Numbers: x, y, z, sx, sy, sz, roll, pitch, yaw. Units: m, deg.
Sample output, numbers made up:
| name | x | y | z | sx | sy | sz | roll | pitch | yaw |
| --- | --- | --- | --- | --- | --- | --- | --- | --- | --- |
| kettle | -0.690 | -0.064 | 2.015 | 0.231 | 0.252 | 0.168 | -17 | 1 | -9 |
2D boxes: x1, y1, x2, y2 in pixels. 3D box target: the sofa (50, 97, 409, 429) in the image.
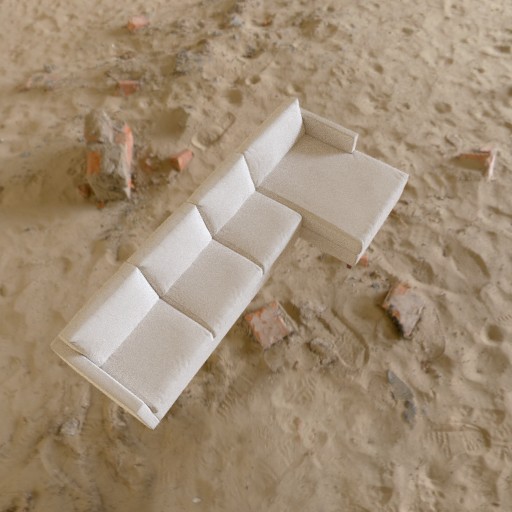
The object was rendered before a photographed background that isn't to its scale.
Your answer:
| name | x | y | z | sx | sy | sz | roll | pitch | yaw |
| --- | --- | --- | --- | --- | --- | --- | --- | --- | --- |
| sofa | 0.000 | 0.000 | 4.191 | 1.606 | 0.954 | 3.471 | 30 | 63 | 17 |
